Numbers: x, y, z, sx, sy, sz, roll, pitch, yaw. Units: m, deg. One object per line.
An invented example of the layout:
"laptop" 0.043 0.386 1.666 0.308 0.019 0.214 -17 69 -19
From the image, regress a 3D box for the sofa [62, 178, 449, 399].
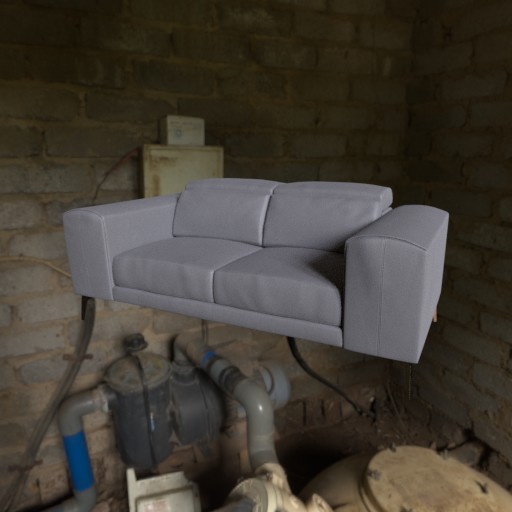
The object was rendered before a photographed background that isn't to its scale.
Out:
"sofa" 0.000 0.000 2.458 1.895 0.779 1.003 7 16 26
